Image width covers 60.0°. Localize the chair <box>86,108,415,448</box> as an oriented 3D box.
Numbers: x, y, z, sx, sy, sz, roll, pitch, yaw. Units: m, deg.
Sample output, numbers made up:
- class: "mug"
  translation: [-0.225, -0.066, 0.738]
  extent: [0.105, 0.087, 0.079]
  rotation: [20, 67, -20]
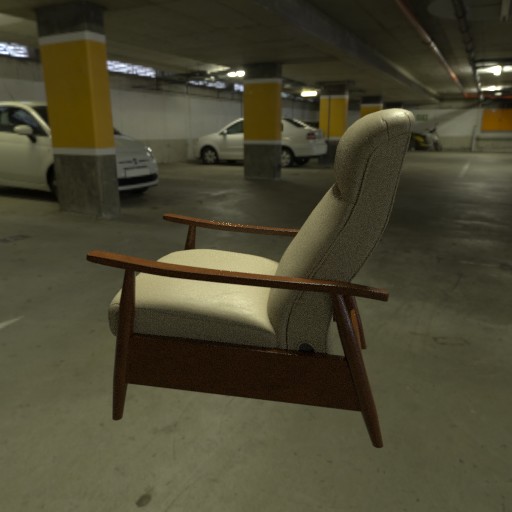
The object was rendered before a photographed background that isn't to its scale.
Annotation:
- class: "chair"
  translation: [0.000, 0.000, 1.750]
  extent: [1.014, 1.082, 0.762]
  rotation: [2, 16, 9]
